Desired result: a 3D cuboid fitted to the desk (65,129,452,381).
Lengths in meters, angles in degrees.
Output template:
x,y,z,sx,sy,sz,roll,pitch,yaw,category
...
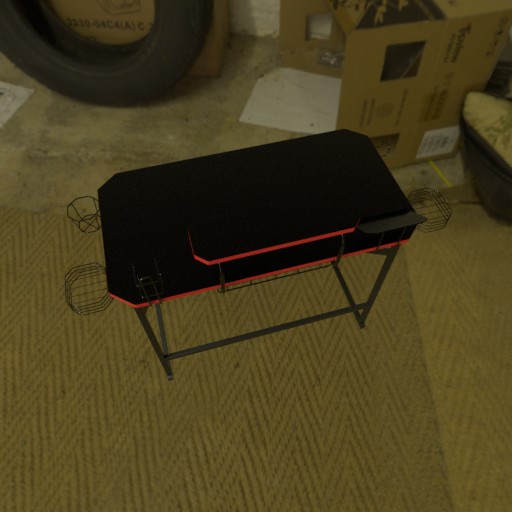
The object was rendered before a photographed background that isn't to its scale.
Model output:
x,y,z,sx,sy,sz,roll,pitch,yaw,category
0.000,0.000,1.753,1.280,0.913,0.588,-13,57,-9,desk
